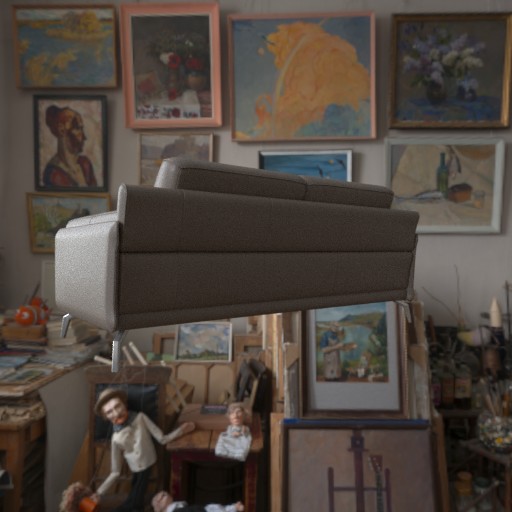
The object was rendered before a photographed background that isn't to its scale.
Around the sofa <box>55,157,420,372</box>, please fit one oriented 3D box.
[{"bbox_3d":[0.000,0.000,2.685,2.101,0.930,1.049,-1,1,-37],"label":"sofa"}]
